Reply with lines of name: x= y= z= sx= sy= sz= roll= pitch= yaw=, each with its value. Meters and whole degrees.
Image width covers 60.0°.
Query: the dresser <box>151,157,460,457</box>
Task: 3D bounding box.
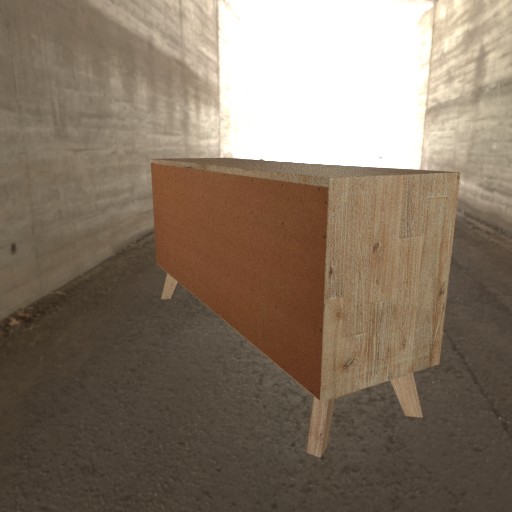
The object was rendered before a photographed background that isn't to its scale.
dresser: x=0.000 y=0.000 z=1.925 sx=0.455 sy=0.788 sz=1.602 roll=-7 pitch=16 yaw=-27
